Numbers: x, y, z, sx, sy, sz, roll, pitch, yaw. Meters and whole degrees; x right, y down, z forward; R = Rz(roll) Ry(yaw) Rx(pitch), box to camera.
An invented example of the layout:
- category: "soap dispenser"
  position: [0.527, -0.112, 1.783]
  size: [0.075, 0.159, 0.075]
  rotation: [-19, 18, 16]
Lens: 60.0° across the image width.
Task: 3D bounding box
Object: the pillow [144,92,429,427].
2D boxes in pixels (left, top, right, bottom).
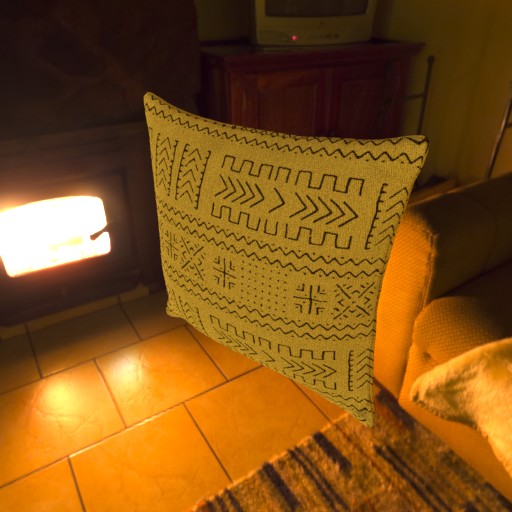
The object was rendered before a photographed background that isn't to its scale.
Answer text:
- category: "pillow"
  position: [0.000, 0.000, 0.663]
  size: [0.438, 0.430, 0.164]
  rotation: [21, 37, 32]
